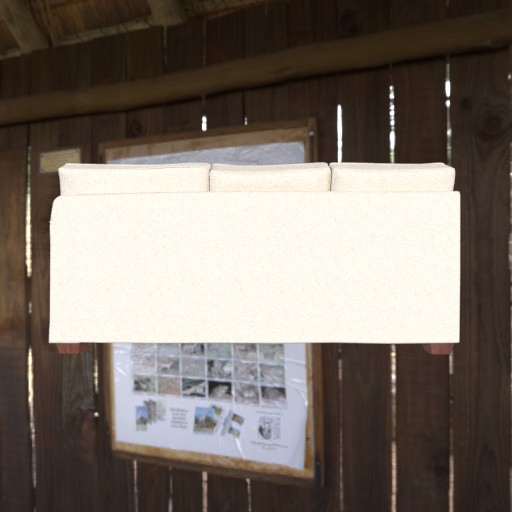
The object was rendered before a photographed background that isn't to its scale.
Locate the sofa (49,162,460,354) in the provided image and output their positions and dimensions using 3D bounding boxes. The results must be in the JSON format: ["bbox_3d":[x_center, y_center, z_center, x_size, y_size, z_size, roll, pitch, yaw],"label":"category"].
[{"bbox_3d":[0.000,0.000,2.584,1.963,0.946,1.034,0,0,0],"label":"sofa"}]
